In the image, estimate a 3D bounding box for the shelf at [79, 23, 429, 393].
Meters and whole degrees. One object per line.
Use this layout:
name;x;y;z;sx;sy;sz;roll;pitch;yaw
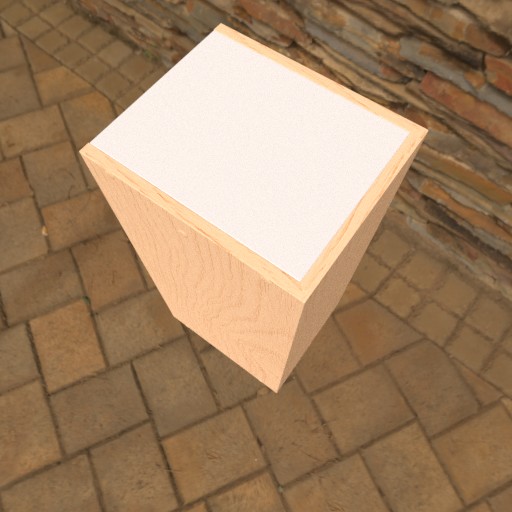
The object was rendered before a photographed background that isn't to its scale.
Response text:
shelf;0.000;0.000;0.753;0.290;0.600;0.250;34;70;14
